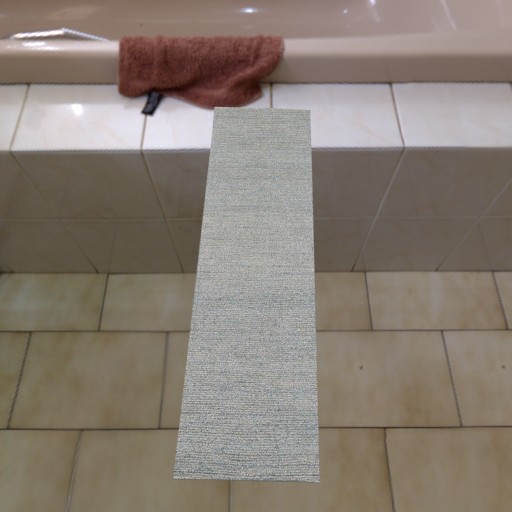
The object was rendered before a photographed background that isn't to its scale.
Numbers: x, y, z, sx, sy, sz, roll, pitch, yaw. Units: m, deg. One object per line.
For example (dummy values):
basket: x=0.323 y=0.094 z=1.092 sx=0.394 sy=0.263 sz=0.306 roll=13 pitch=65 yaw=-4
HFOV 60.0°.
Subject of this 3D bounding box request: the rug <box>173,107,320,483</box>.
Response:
rug: x=0.000 y=0.000 z=2.568 sx=0.675 sy=0.037 sz=2.341 roll=2 pitch=63 yaw=1
